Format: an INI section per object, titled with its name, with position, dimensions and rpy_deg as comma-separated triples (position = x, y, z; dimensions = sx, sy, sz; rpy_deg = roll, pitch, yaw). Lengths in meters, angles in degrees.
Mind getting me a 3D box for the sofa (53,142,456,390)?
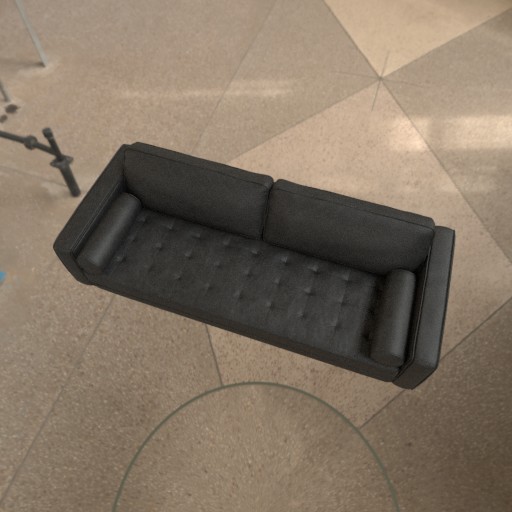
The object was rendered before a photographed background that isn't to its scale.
[sofa]
position = 0.000, 0.000, 2.708
dimensions = 2.210, 0.762, 0.914
rpy_deg = 16, 60, 10
